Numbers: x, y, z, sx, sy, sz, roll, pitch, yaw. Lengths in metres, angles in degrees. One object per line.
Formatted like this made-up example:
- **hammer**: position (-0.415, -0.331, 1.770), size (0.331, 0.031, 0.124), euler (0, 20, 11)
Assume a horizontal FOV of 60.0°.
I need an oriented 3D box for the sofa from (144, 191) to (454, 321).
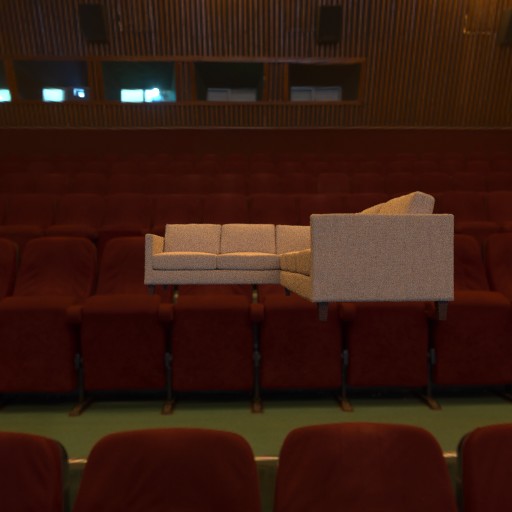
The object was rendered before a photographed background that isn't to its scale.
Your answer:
- **sofa**: position (0.000, 0.000, 4.367), size (2.432, 0.863, 3.182), euler (0, -1, -2)
